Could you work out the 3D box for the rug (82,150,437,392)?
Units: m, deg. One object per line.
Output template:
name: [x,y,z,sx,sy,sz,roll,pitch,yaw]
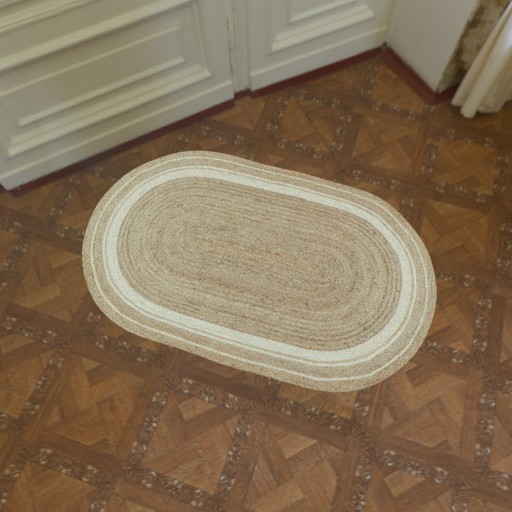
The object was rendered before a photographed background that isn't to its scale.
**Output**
rug: [0.000,0.000,3.025,2.432,0.006,1.520,16,65,7]
